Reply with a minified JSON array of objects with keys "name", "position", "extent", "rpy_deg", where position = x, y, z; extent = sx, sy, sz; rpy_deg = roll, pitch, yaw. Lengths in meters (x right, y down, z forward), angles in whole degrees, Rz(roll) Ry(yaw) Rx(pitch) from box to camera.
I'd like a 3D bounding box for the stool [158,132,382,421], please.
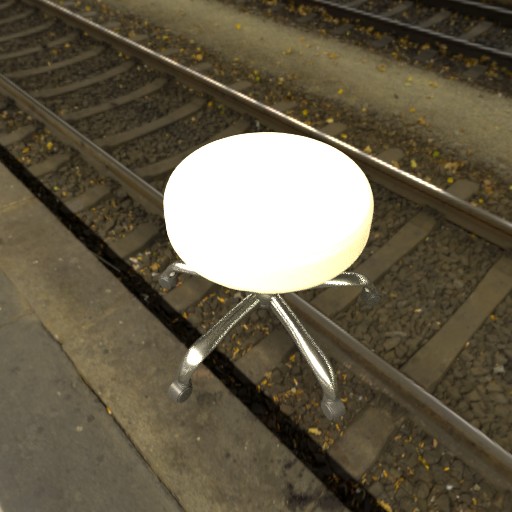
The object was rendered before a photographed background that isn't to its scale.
[{"name":"stool","position":[0.000,0.000,1.062],"extent":[0.614,0.482,0.634],"rpy_deg":[18,48,17]}]
